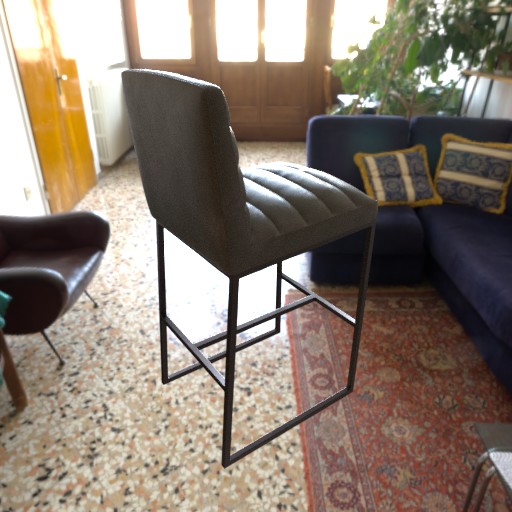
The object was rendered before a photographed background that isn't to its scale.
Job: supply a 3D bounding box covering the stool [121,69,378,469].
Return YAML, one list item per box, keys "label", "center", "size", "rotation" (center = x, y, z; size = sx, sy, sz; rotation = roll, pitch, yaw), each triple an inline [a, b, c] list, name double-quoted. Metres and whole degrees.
- label: "stool"
  center: [0.000, 0.000, 1.352]
  size: [0.562, 1.065, 0.463]
  rotation: [-18, 32, -31]
